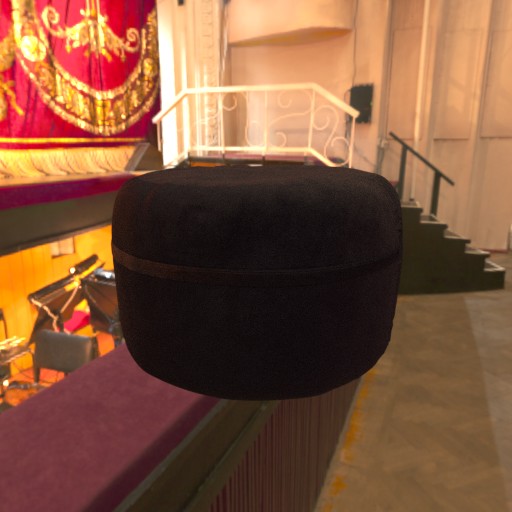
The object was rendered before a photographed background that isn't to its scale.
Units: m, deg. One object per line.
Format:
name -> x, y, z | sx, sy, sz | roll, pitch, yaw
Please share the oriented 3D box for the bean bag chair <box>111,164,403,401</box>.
bean bag chair -> 0.000, 0.000, 1.952 | 1.219, 0.762, 1.219 | 0, 15, 0
